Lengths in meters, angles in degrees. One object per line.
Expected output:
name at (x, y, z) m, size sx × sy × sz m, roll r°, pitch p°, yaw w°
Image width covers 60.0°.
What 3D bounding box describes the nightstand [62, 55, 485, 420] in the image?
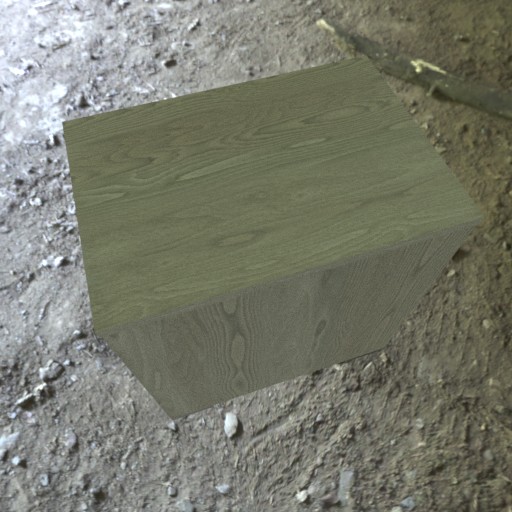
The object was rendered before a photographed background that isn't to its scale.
nightstand at (0.000, 0.000, 0.747) m, size 0.442 × 0.461 × 0.325 m, roll -16°, pitch 61°, yaw -9°
